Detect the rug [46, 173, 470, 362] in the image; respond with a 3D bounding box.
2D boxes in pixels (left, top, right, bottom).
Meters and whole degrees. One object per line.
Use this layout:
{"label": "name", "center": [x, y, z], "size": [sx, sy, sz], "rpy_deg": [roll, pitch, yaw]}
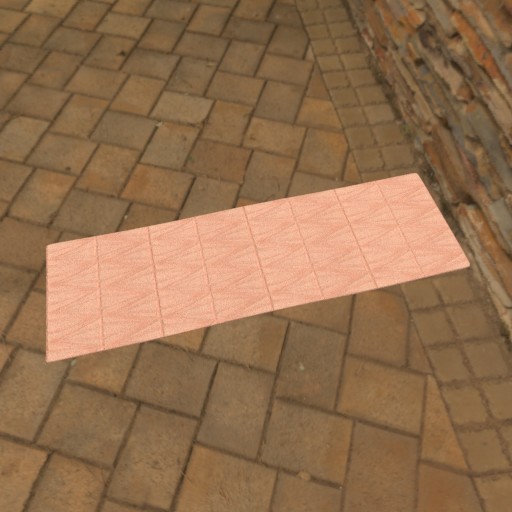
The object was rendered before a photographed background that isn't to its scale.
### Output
{"label": "rug", "center": [0.000, 0.000, 2.648], "size": [2.435, 0.015, 0.760], "rpy_deg": [-12, 59, -7]}
